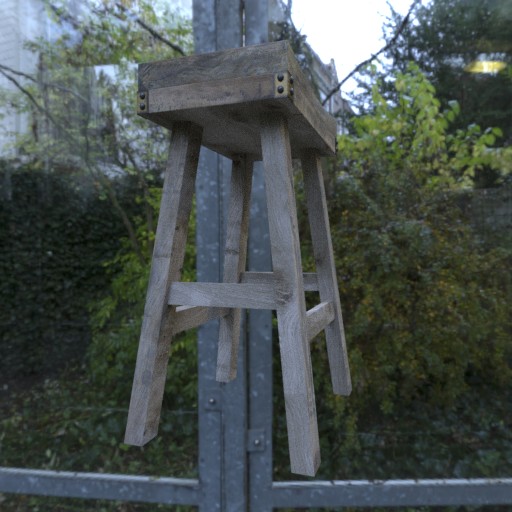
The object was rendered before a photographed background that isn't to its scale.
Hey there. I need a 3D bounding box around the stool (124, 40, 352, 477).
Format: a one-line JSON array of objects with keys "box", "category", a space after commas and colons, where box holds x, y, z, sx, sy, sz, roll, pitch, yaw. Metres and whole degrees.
[{"box": [0.000, 0.000, 0.894, 0.330, 0.635, 0.450, 0, 1, 19], "category": "stool"}]
